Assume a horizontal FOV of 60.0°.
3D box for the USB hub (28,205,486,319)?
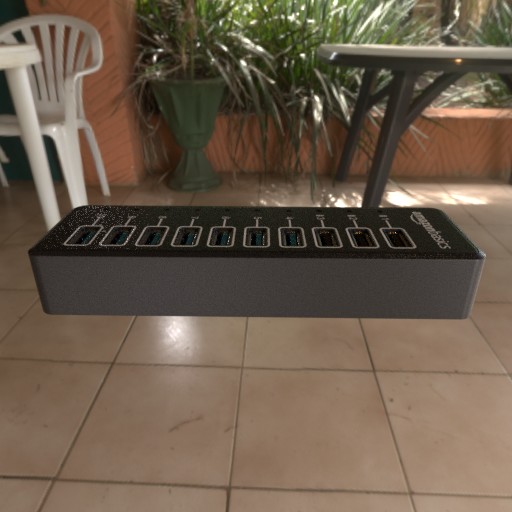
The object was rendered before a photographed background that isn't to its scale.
[{"bbox_3d":[0.000,0.000,0.161,0.145,0.023,0.044,1,27,1],"label":"USB hub"}]
